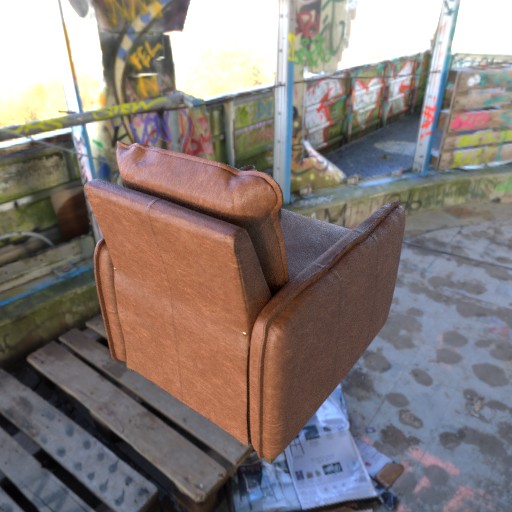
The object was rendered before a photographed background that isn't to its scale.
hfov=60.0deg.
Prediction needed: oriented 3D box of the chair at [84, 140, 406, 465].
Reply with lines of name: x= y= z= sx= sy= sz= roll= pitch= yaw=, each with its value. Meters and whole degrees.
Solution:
chair: x=0.000 y=0.000 z=1.625 sx=0.830 sy=0.922 sz=0.922 roll=21 pitch=36 yaw=32
